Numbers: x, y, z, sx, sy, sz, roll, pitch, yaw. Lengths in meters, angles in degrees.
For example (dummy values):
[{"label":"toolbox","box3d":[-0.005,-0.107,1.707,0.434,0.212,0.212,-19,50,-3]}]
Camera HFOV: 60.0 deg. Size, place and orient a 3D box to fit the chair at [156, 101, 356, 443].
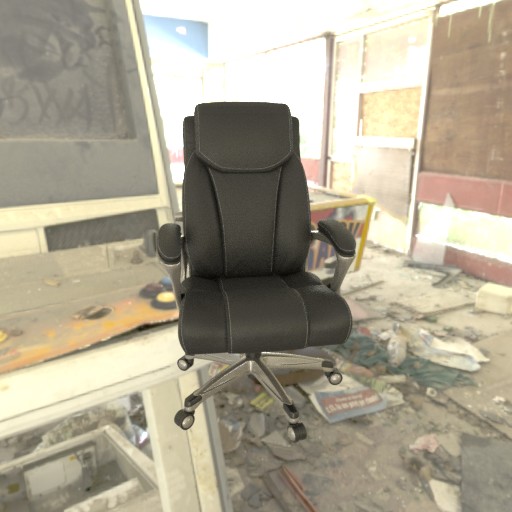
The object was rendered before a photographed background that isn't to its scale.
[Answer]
[{"label":"chair","box3d":[0.000,0.000,1.722,0.741,1.167,0.784,-2,16,-8]}]
